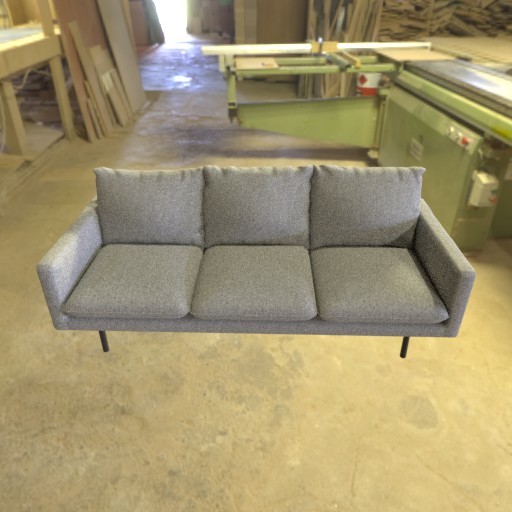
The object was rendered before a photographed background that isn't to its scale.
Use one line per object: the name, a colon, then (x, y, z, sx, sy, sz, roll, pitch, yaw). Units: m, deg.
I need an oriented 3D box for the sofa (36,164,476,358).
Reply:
sofa: (0.000, 0.000, 2.415, 2.000, 0.830, 0.850, 1, 31, 1)
